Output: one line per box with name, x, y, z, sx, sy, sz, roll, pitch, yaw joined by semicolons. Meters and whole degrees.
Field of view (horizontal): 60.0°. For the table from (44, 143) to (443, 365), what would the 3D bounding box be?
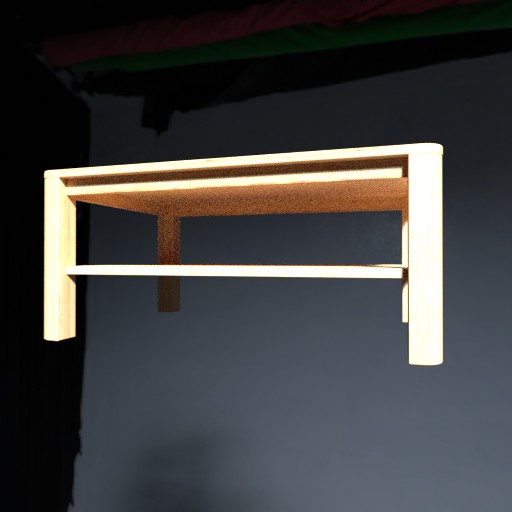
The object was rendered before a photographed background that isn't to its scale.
table;0.000;0.000;1.355;0.997;0.445;0.696;0;0;17
